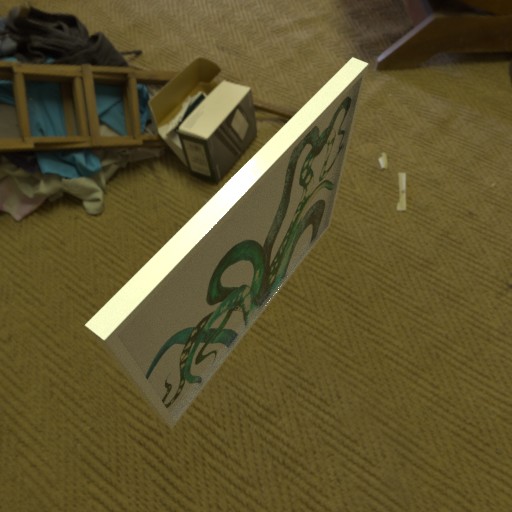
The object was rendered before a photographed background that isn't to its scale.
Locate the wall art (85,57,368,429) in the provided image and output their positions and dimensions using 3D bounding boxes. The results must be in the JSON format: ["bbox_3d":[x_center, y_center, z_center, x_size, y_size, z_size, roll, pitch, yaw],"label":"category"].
[{"bbox_3d":[0.000,0.000,1.391,0.053,0.787,1.041,31,63,18],"label":"wall art"}]
